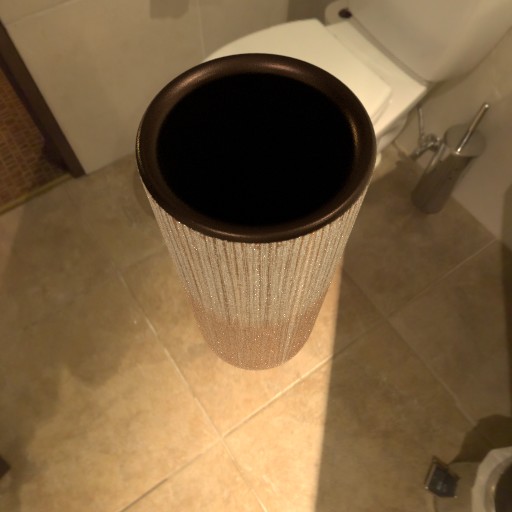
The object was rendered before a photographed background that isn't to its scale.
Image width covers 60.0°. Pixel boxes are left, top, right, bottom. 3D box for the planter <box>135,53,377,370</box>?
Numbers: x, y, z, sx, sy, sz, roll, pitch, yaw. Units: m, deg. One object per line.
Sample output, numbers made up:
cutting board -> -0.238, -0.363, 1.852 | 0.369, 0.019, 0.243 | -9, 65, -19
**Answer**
planter -> 0.000, 0.000, 0.284 | 0.100, 0.227, 0.100 | 17, 65, 8
